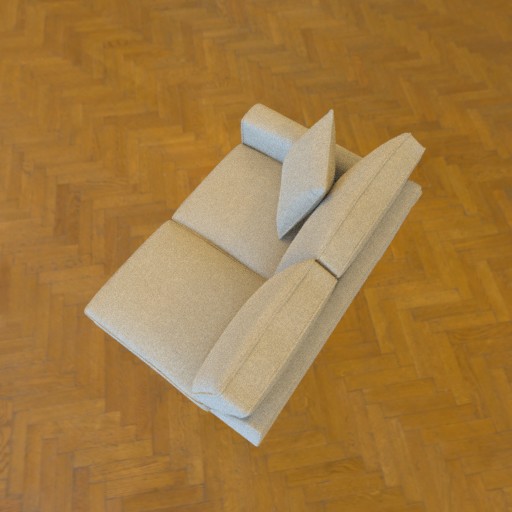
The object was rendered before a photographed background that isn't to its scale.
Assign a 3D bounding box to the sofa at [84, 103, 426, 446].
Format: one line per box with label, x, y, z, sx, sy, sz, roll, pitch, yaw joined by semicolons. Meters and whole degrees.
sofa;0.000;0.000;2.121;0.991;0.989;1.388;32;68;15
